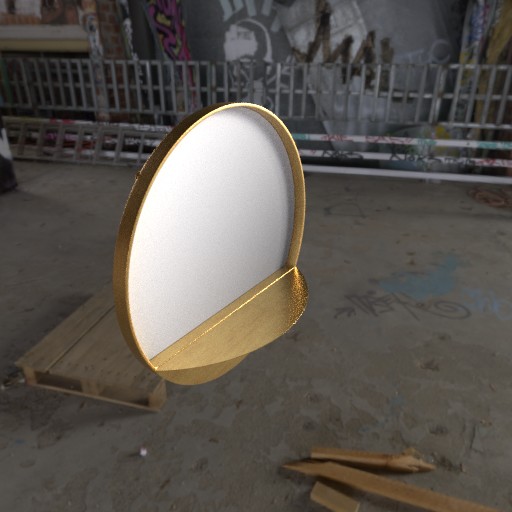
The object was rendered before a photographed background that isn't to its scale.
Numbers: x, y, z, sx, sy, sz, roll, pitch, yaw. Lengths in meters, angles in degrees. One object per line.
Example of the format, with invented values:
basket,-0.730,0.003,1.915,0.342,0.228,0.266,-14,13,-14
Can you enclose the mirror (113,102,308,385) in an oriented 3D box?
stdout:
mirror,0.000,0.000,0.707,0.133,0.457,0.457,16,30,31
